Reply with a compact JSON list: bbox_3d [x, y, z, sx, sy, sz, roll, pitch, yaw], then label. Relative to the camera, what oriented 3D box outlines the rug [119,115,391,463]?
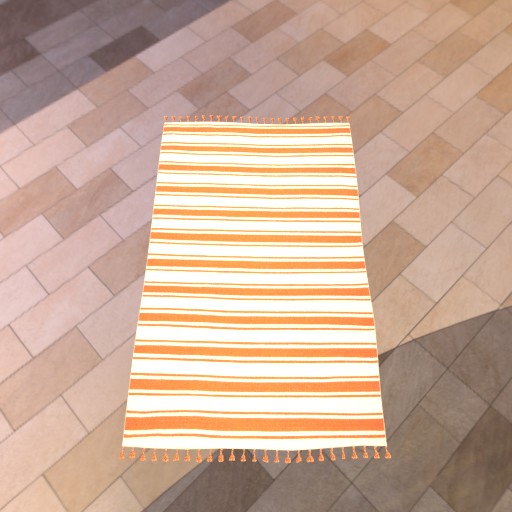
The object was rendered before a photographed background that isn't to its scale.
[{"bbox_3d":[0.000,0.000,2.470,1.232,0.017,2.092,0,63,0],"label":"rug"}]
